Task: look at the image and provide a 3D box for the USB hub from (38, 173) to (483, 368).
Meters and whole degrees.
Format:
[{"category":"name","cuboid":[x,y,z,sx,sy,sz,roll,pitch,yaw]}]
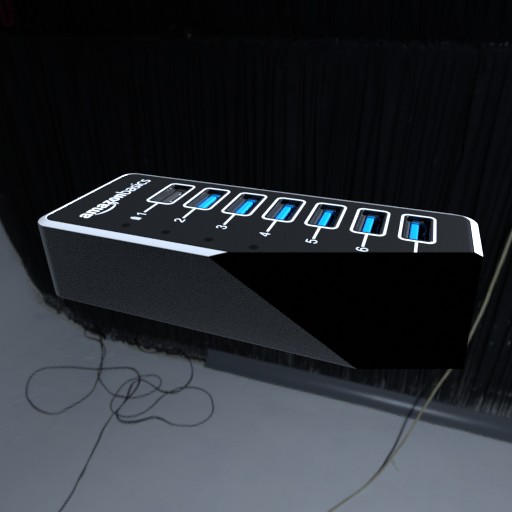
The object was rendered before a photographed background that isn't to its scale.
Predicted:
[{"category":"USB hub","cuboid":[0.000,0.000,0.122,0.110,0.023,0.044,10,30,18]}]
